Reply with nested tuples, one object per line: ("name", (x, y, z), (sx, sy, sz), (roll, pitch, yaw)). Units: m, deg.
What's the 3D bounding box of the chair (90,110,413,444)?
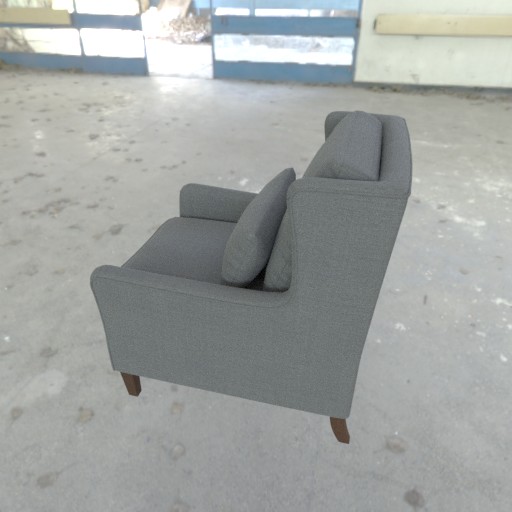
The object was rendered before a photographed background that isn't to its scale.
("chair", (0.000, 0.000, 1.800), (1.040, 1.056, 0.866), (8, 32, 13))
